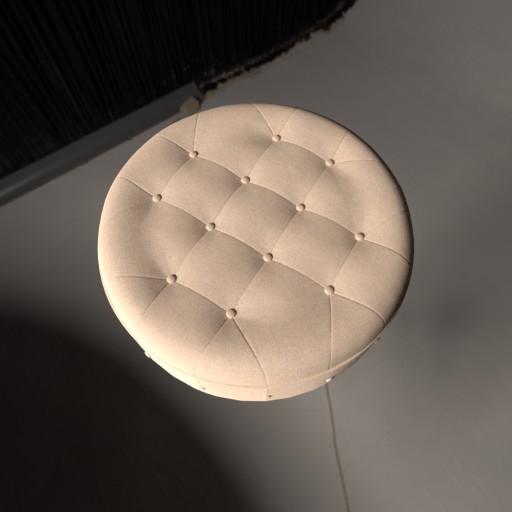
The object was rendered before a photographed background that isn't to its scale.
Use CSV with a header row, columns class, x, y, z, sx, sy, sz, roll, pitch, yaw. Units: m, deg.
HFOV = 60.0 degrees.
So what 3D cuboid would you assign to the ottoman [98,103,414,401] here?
class,x,y,z,sx,sy,sz,roll,pitch,yaw
ottoman,0.000,0.000,1.354,0.848,0.494,0.848,0,64,0
